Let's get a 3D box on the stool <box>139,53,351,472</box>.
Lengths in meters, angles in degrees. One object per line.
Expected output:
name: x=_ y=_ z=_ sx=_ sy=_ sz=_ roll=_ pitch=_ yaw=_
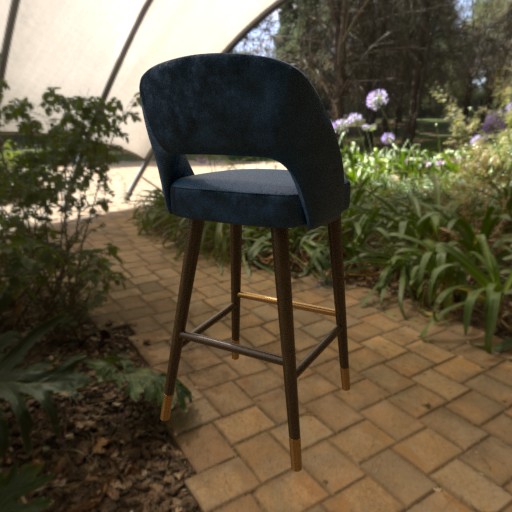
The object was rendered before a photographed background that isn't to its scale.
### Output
stool: x=0.000 y=0.000 z=1.283 sx=0.514 sy=1.016 sz=0.515 roll=9 pitch=18 yaw=27
